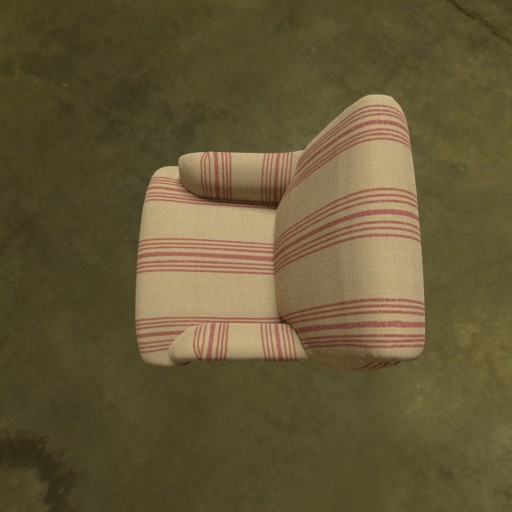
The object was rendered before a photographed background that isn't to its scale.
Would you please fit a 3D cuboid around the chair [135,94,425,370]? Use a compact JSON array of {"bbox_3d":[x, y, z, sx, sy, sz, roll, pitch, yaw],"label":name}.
[{"bbox_3d":[0.000,0.000,1.881,1.058,1.123,0.933,0,76,0],"label":"chair"}]
